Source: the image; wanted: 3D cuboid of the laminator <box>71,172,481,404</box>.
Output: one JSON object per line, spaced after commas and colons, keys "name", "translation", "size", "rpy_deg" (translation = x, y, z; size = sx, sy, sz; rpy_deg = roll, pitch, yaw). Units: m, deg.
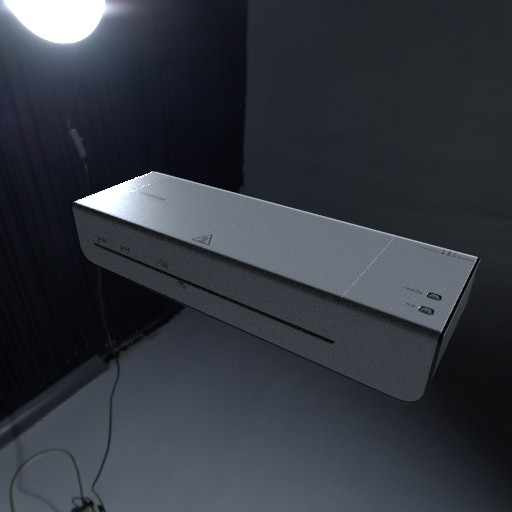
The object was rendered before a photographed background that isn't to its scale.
{"name": "laminator", "translation": [0.000, 0.000, 0.393], "size": [0.340, 0.062, 0.123], "rpy_deg": [19, 35, 29]}
